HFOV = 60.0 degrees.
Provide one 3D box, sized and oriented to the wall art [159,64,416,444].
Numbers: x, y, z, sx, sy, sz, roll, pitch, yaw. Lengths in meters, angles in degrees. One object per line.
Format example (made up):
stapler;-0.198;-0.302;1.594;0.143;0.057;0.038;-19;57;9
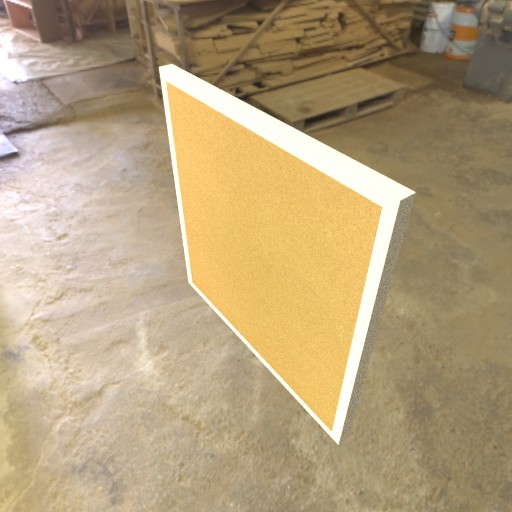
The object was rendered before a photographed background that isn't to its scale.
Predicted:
wall art;0.000;0.000;1.150;0.038;0.761;0.763;-26;47;-27
